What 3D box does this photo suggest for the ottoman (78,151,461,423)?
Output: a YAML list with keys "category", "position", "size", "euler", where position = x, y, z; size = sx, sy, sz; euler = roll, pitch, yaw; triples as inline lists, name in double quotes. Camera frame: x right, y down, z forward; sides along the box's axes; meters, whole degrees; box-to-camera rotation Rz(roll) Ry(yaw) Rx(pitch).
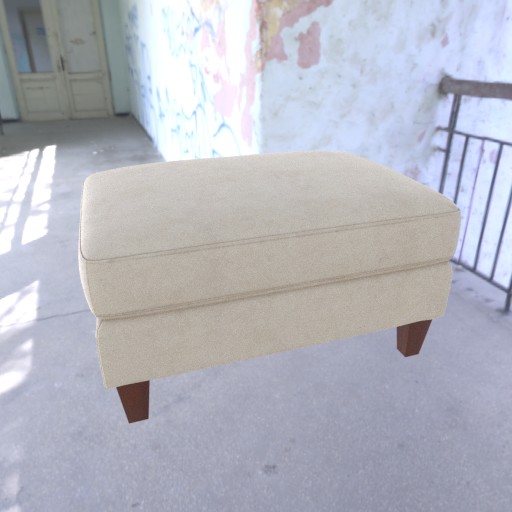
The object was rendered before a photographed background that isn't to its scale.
- category: "ottoman"
  position: [0.000, 0.000, 1.213]
  size: [0.864, 0.483, 0.584]
  euler: [-8, 27, -16]
